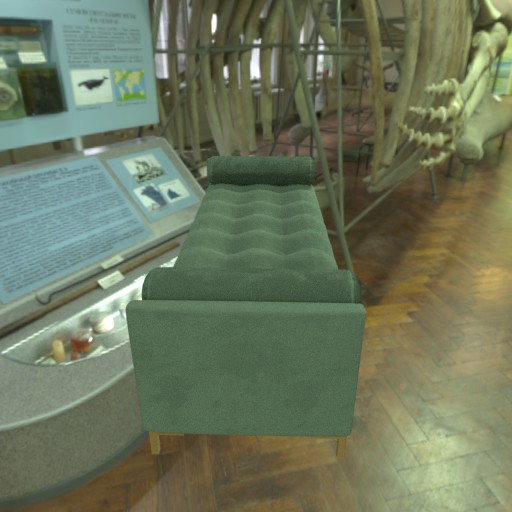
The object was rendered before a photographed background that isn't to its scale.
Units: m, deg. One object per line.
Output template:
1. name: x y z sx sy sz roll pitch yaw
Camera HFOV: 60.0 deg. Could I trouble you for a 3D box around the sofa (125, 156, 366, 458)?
1. sofa: 0.000 0.000 2.456 0.796 0.705 2.102 1 26 2
